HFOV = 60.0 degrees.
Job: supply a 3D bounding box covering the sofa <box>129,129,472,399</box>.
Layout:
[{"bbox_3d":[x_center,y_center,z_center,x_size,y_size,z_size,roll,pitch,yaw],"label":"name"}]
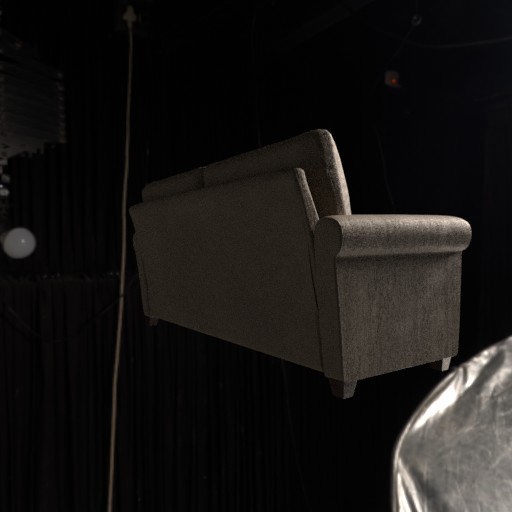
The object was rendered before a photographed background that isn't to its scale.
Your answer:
[{"bbox_3d":[0.000,0.000,2.389,0.842,0.942,1.935,-1,1,-35],"label":"sofa"}]
